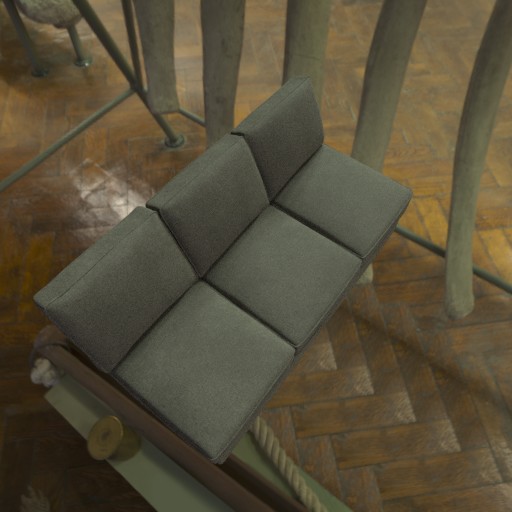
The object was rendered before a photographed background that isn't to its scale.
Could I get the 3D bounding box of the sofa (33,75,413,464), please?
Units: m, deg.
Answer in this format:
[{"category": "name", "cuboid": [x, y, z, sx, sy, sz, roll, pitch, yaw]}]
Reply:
[{"category": "sofa", "cuboid": [0.000, 0.000, 2.498, 1.027, 0.973, 1.962, 33, 64, 19]}]
